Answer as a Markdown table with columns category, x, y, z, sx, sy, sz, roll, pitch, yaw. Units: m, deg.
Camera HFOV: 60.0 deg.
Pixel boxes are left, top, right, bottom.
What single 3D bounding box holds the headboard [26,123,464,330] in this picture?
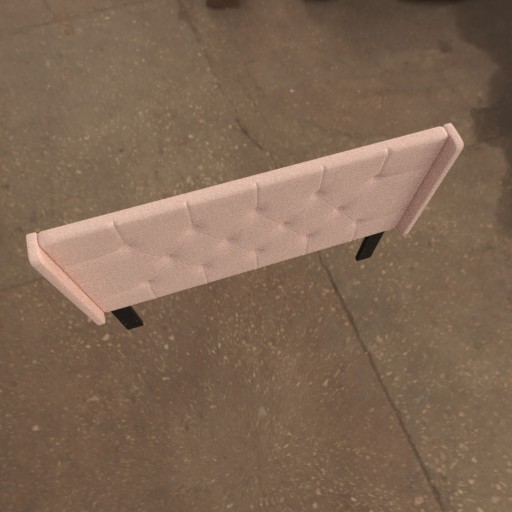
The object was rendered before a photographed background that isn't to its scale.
| category | x | y | z | sx | sy | sz | roll | pitch | yaw |
| --- | --- | --- | --- | --- | --- | --- | --- | --- | --- |
| headboard | 0.000 | 0.000 | 2.706 | 2.051 | 1.524 | 0.184 | -16 | 66 | -8 |
